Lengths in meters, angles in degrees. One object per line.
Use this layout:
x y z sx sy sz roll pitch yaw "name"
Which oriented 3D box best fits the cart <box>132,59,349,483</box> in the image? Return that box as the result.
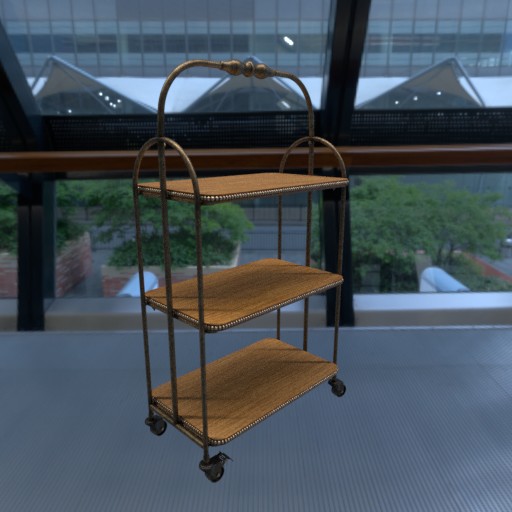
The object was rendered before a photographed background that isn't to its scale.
0.000 0.000 1.300 0.330 1.052 0.650 15 21 43 "cart"
